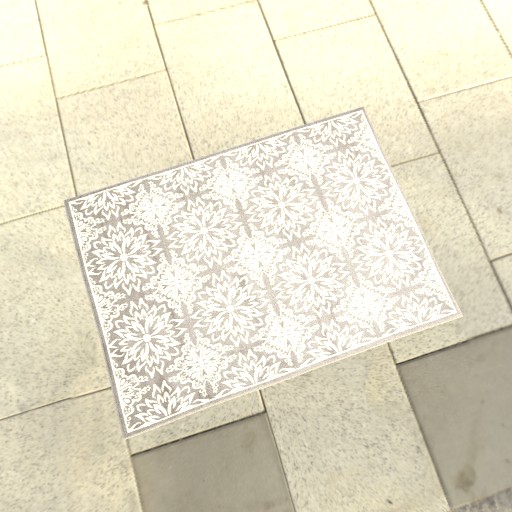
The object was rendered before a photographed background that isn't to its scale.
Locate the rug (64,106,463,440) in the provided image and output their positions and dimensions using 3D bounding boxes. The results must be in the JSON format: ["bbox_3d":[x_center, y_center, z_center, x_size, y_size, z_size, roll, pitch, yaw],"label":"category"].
[{"bbox_3d":[0.000,0.000,2.908,2.213,0.014,1.608,-19,76,-5],"label":"rug"}]
